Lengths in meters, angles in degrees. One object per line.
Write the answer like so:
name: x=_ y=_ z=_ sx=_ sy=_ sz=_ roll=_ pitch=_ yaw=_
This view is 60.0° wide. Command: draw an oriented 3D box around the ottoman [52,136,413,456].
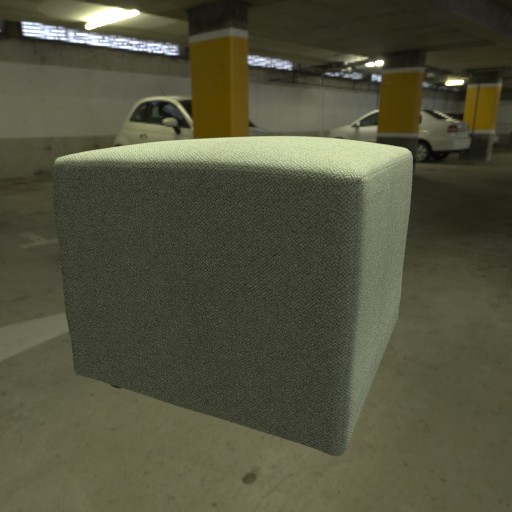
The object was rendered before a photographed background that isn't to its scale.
ottoman: x=0.000 y=0.000 z=0.876 sx=0.512 sy=0.453 sz=0.521 roll=8 pitch=18 yaw=24
